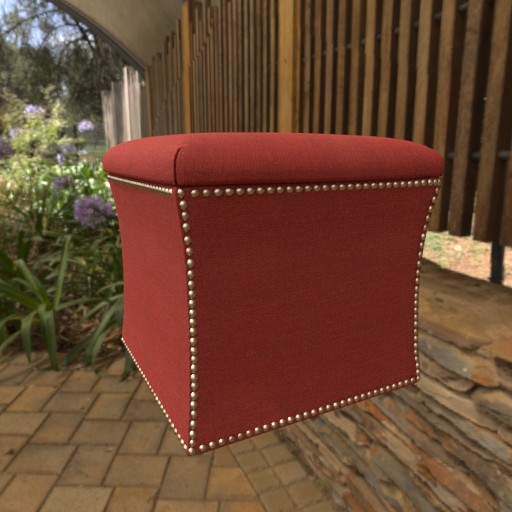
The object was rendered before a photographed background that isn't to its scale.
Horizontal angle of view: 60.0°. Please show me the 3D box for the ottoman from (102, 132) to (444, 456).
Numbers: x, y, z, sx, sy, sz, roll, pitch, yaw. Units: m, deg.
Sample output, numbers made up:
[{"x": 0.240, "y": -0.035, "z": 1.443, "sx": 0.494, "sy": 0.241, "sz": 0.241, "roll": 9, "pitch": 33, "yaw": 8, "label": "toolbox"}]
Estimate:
[{"x": 0.000, "y": 0.000, "z": 0.897, "sx": 0.507, "sy": 0.475, "sz": 0.497, "roll": -7, "pitch": 15, "yaw": -27, "label": "ottoman"}]
